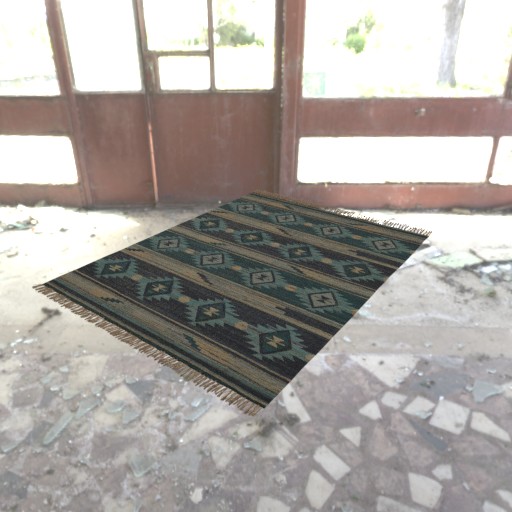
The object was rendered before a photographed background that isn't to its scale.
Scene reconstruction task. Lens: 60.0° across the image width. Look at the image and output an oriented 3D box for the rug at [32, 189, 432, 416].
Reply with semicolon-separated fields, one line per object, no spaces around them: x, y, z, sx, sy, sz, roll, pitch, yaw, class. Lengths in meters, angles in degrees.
0.000;0.000;4.354;2.418;0.047;3.307;19;33;32;rug
